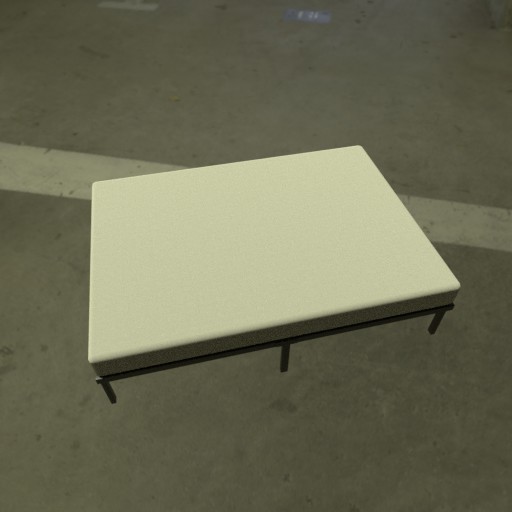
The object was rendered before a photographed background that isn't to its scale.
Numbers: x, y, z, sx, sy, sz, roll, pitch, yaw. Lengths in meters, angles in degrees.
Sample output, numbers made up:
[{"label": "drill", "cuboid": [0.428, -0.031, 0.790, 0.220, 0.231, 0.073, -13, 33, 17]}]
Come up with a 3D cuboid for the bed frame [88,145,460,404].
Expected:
[{"label": "bed frame", "cuboid": [0.000, 0.000, 3.835, 2.842, 0.680, 2.205, -5, 47, -4]}]
